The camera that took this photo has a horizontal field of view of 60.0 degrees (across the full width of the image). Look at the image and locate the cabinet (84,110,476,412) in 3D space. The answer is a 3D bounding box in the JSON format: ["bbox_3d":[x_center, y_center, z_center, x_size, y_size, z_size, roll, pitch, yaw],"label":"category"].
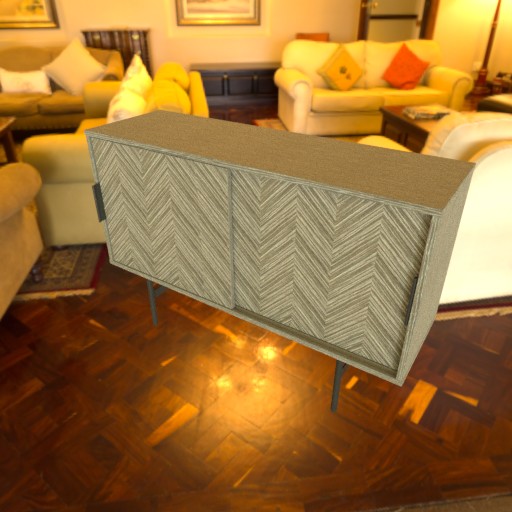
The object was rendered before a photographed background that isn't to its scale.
[{"bbox_3d":[0.000,0.000,1.565,1.194,0.787,0.405,19,35,28],"label":"cabinet"}]
